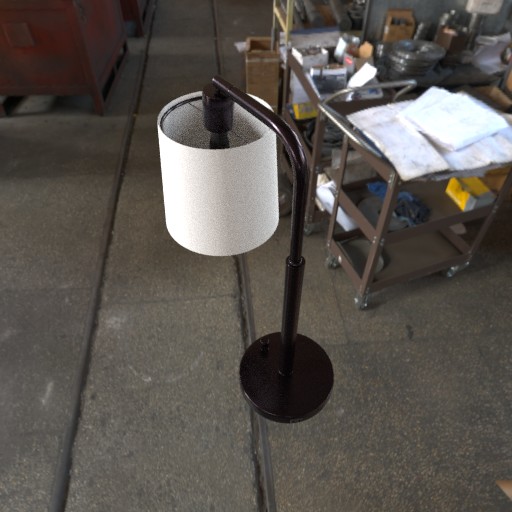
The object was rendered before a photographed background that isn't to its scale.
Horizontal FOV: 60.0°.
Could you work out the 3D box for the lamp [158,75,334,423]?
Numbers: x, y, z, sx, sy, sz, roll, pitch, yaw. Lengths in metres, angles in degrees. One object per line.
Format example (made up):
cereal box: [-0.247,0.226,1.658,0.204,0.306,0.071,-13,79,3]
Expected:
lamp: [0.000,0.000,0.653,0.171,0.489,0.333,-30,53,-26]
